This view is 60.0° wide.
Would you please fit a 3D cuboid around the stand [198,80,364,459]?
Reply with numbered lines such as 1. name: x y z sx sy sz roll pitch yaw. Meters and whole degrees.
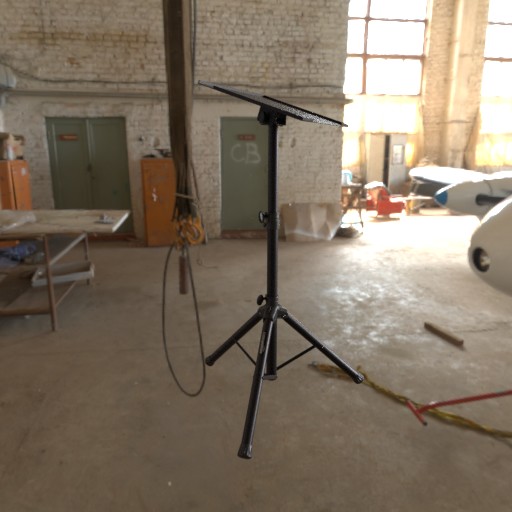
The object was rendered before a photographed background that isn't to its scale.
1. stand: 0.000 0.000 1.648 0.702 1.198 0.702 7 15 27
